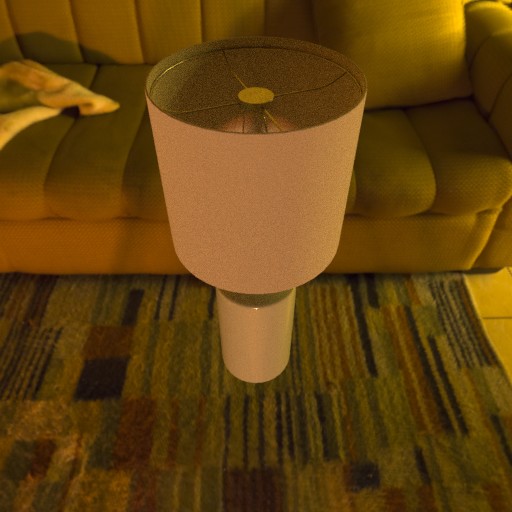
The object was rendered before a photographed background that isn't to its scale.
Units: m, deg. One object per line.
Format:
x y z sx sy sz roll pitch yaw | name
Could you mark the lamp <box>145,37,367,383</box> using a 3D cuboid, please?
0.000 0.000 0.603 0.212 0.493 0.212 -16 48 -15 | lamp
